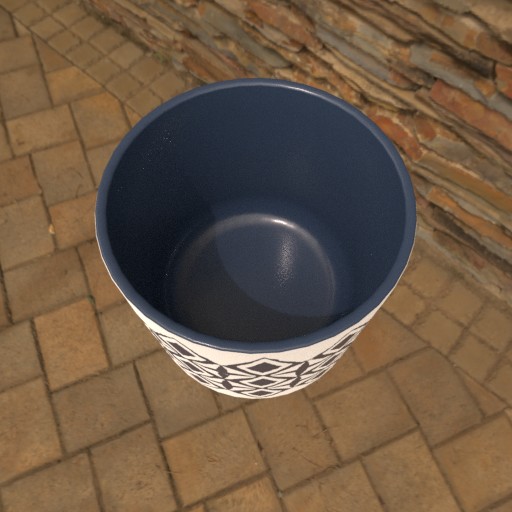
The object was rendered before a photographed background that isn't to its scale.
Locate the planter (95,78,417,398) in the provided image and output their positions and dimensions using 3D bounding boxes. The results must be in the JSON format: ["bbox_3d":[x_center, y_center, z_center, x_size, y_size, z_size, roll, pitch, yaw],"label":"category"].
[{"bbox_3d":[0.000,0.000,0.399,0.224,0.203,0.224,0,65,0],"label":"planter"}]
